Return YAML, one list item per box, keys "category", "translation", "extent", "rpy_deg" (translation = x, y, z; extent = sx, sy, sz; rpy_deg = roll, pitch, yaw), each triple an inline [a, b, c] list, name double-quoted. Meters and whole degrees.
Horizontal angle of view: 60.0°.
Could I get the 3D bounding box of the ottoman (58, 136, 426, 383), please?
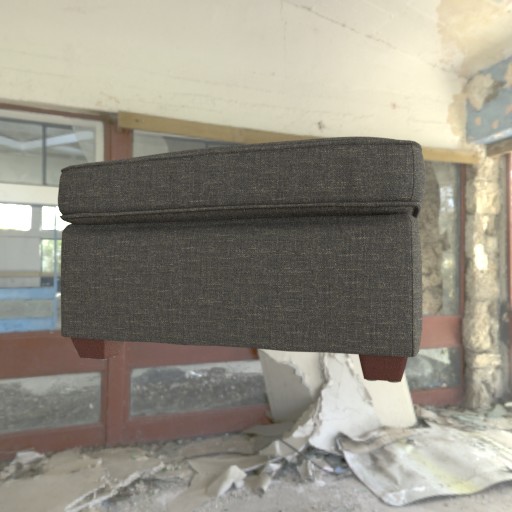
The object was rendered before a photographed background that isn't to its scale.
- category: "ottoman"
  translation: [0.000, 0.000, 1.070]
  extent: [0.749, 0.450, 0.549]
  rpy_deg: [0, -1, 17]
